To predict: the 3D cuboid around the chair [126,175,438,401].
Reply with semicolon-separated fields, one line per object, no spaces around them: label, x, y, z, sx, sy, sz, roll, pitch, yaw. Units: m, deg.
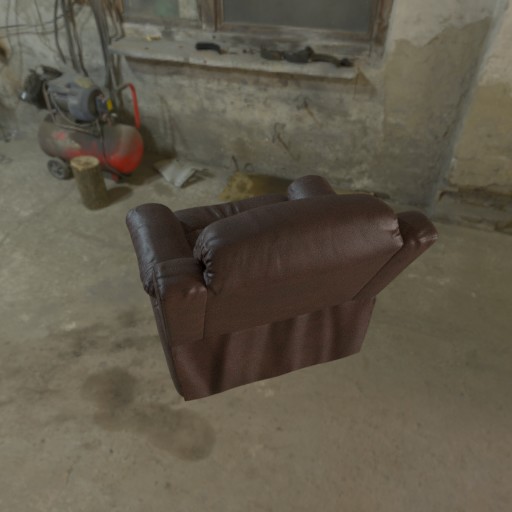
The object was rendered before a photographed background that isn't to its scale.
chair;0.000;0.000;1.278;0.680;0.702;0.707;-12;43;-13
